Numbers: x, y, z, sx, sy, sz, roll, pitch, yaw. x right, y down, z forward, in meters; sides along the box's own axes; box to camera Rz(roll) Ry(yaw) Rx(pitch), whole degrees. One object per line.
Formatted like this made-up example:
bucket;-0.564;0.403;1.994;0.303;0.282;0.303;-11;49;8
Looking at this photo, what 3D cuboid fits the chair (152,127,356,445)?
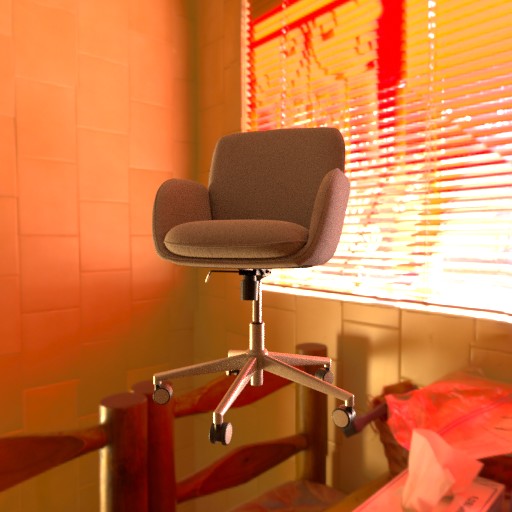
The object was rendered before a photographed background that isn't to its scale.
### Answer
chair;0.000;0.000;1.422;0.648;0.959;0.654;1;2;18
